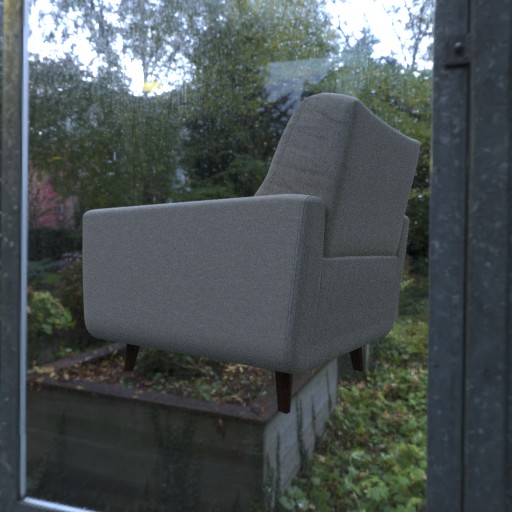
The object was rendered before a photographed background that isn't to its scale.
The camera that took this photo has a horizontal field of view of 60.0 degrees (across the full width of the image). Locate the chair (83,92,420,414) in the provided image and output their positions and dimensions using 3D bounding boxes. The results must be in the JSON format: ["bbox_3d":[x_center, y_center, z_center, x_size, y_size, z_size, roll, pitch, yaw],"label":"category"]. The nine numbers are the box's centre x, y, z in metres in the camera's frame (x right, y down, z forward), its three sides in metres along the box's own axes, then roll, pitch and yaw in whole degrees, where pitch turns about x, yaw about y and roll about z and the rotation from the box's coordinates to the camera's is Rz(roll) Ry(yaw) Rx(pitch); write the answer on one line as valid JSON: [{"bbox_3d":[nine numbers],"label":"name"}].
[{"bbox_3d":[0.000,0.000,1.797,1.128,0.965,0.897,0,1,36],"label":"chair"}]
